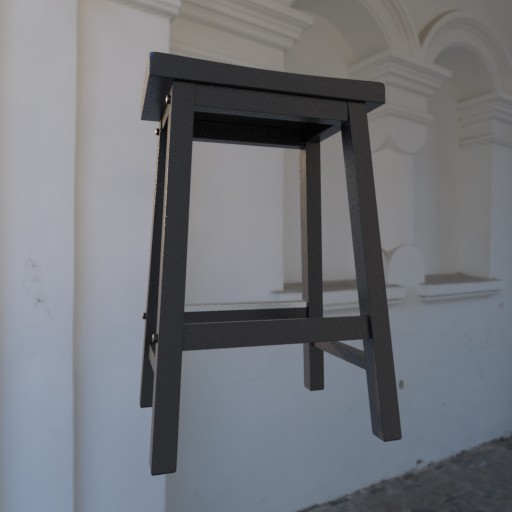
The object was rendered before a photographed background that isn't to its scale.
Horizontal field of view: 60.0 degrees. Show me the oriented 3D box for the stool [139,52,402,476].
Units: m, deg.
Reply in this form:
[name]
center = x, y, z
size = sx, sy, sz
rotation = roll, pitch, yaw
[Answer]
[stool]
center = 0.000, 0.000, 0.826
size = 0.406, 0.610, 0.322
rotation = 0, 0, -18
